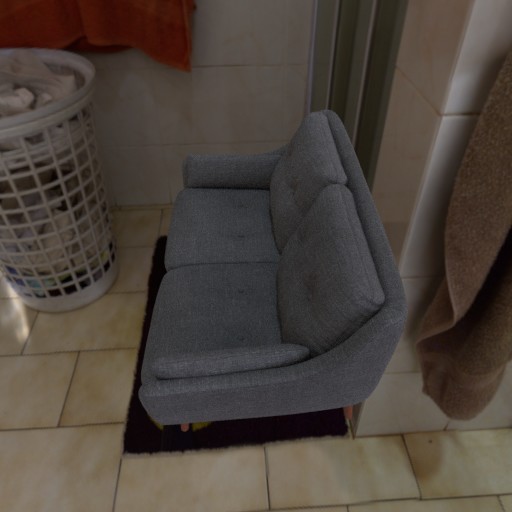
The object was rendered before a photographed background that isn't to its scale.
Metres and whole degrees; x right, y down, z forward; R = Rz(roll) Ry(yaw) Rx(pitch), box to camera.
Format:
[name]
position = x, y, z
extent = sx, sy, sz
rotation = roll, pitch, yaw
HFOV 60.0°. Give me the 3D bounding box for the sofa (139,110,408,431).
[sofa]
position = 0.000, 0.000, 2.208
extent = 0.976, 0.887, 1.646
rotation = -1, 42, -1
